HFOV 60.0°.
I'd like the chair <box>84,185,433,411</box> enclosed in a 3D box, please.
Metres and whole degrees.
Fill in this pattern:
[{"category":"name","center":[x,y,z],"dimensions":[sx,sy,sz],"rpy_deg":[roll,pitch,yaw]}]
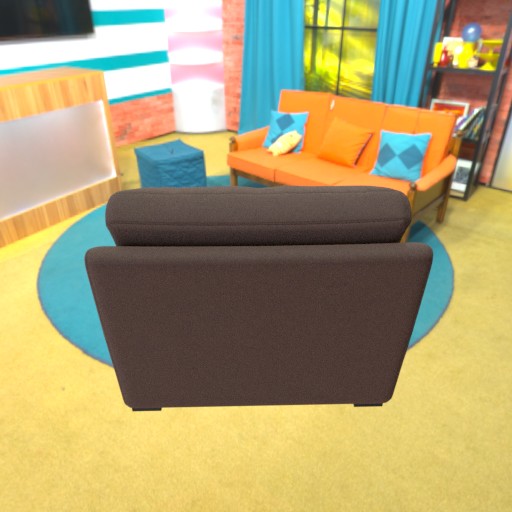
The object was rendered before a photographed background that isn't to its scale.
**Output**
[{"category":"chair","center":[0.000,0.000,2.017],"dimensions":[1.168,0.940,1.143],"rpy_deg":[-1,31,-1]}]
